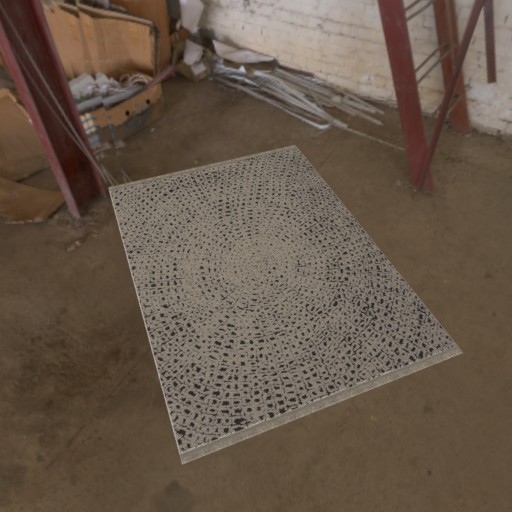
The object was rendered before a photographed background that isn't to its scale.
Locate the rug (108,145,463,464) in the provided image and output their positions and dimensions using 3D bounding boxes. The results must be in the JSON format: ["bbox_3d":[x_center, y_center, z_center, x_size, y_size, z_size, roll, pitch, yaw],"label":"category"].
[{"bbox_3d":[0.000,0.000,2.192,1.190,0.003,1.634,-16,49,-14],"label":"rug"}]
